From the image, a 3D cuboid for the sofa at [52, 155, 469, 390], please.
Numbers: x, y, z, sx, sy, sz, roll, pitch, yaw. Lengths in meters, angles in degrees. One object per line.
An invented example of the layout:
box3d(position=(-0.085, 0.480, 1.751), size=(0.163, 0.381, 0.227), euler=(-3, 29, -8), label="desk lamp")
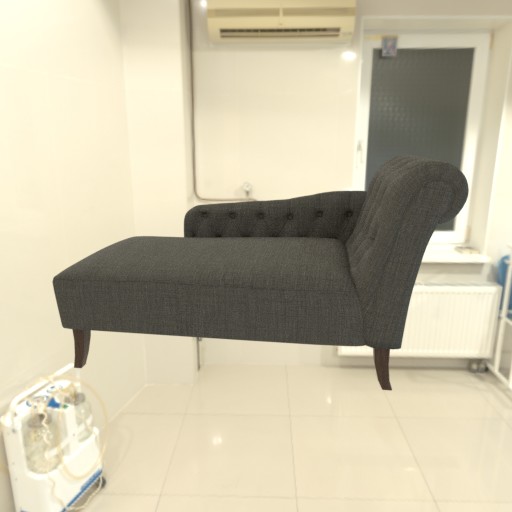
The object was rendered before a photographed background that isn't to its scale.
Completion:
box3d(position=(0.000, 0.000, 1.785), size=(1.379, 0.787, 0.675), euler=(2, 15, 8), label="sofa")
